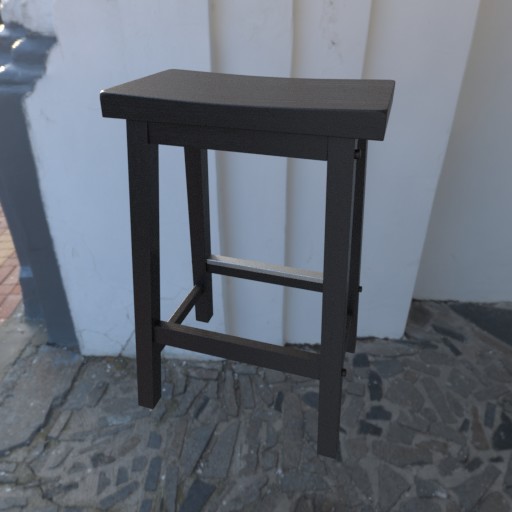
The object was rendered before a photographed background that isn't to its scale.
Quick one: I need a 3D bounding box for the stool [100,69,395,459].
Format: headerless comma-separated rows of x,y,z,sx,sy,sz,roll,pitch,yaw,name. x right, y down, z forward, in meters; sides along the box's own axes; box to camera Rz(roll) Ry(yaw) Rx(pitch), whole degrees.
0.000,0.000,0.835,0.406,0.610,0.322,9,32,15,stool
